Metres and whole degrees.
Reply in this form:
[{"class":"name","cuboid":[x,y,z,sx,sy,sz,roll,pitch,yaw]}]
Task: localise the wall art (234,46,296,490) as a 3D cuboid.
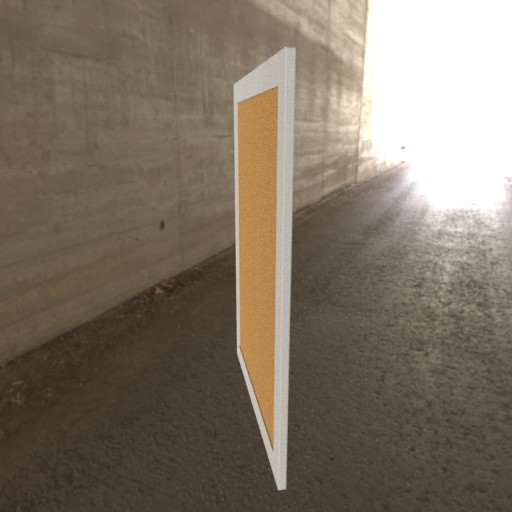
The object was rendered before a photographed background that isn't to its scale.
[{"class":"wall art","cuboid":[0.000,0.000,0.681,0.012,0.529,0.374,-3,16,-10]}]
